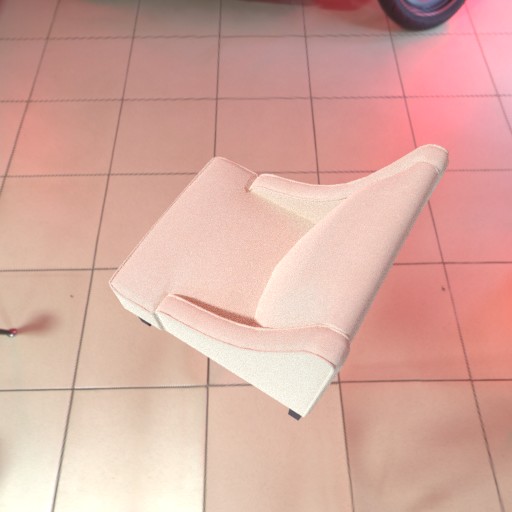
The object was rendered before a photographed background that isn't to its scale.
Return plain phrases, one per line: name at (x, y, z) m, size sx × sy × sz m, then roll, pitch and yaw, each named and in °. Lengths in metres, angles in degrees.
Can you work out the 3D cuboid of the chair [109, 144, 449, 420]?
chair at (0.000, 0.000, 1.501) m, size 0.806 × 0.886 × 0.689 m, roll 29°, pitch 66°, yaw 14°
